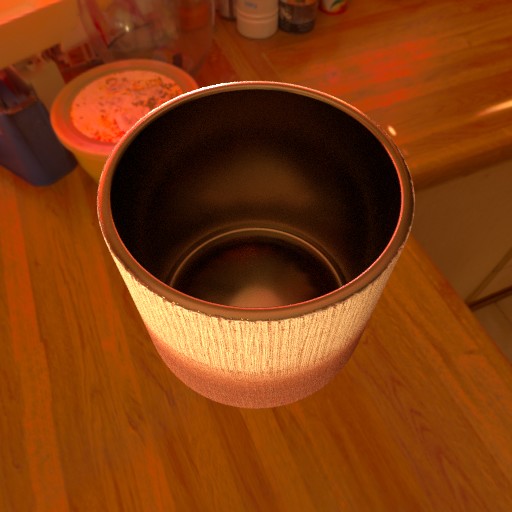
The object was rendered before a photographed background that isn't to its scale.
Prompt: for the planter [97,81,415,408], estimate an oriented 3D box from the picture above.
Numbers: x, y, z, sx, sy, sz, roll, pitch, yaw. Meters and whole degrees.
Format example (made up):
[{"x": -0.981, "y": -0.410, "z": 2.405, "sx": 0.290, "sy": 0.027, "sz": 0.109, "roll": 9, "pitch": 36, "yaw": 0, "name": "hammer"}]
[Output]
[{"x": 0.000, "y": 0.000, "z": 0.390, "sx": 0.221, "sy": 0.201, "sz": 0.221, "roll": 0, "pitch": 57, "yaw": 0, "name": "planter"}]
